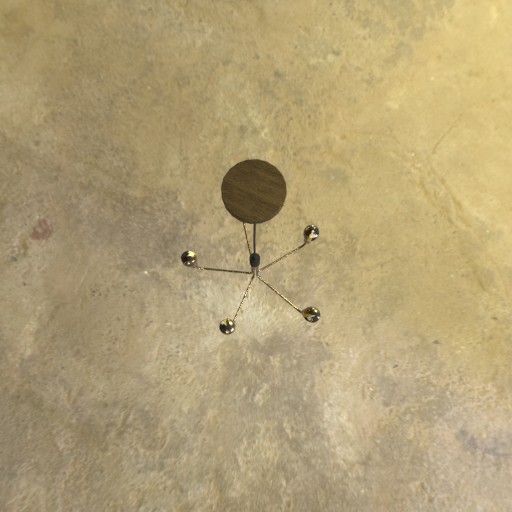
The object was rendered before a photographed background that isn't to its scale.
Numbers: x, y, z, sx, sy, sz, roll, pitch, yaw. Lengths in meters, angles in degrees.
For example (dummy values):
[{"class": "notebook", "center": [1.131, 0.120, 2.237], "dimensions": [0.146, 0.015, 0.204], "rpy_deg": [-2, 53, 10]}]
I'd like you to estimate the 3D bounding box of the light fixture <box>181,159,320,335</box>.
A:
[{"class": "light fixture", "center": [0.000, 0.000, 1.419], "dimensions": [0.588, 1.059, 0.532], "rpy_deg": [23, 79, 5]}]
